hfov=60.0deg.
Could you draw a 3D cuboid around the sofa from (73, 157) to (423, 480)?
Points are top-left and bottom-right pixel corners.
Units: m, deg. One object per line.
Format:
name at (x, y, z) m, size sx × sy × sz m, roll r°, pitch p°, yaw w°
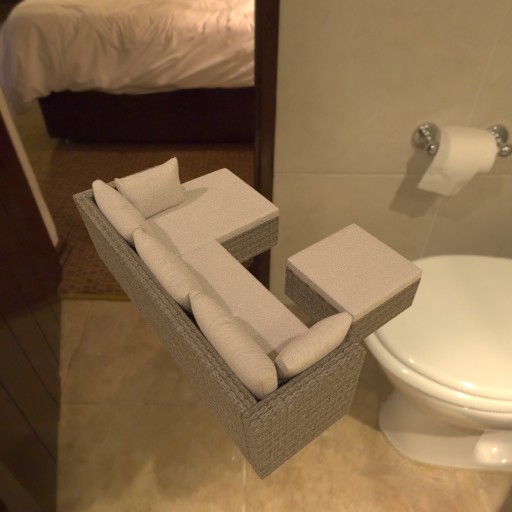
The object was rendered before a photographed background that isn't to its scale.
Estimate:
sofa at (0.000, 0.000, 3.065) m, size 1.662 × 0.766 × 2.192 m, roll -27°, pitch 49°, yaw -26°
